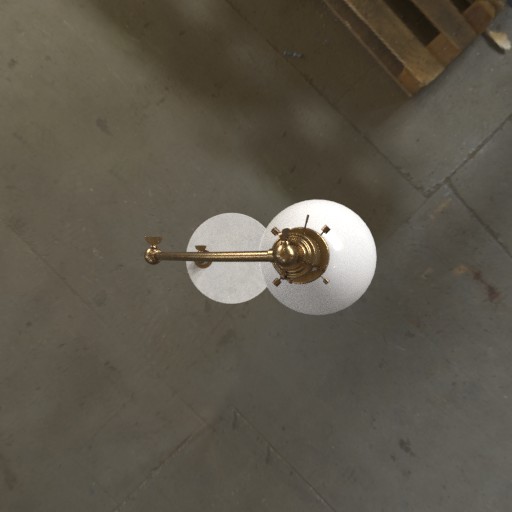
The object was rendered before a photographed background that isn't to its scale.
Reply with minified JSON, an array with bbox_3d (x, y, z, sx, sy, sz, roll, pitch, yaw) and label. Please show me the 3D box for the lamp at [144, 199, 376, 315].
[{"bbox_3d":[0.000,0.000,0.669,0.317,0.522,0.186,0,89,-1],"label":"lamp"}]
